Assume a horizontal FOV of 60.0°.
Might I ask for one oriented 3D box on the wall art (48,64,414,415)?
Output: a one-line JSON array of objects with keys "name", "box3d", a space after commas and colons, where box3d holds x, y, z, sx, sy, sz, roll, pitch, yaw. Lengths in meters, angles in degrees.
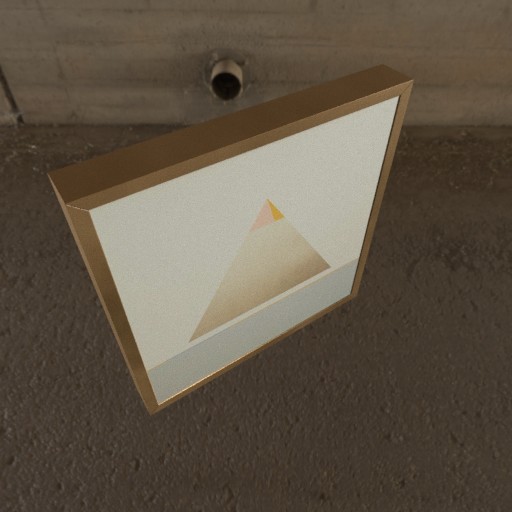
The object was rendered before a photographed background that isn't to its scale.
[{"name": "wall art", "box3d": [0.000, 0.000, 0.449, 0.305, 0.303, 0.038, -26, 52, -22]}]
